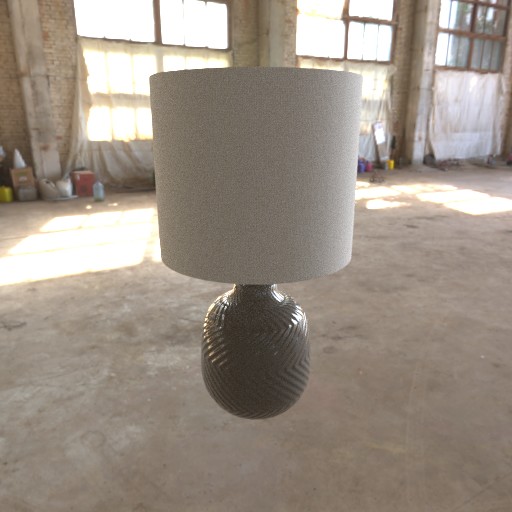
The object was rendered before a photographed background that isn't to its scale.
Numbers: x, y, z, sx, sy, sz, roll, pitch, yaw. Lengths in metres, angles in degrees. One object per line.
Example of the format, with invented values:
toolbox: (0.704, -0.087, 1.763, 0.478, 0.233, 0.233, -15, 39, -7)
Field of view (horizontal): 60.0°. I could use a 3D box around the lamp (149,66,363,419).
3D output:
lamp: (0.000, 0.000, 0.491, 0.207, 0.366, 0.207, -3, 17, -10)
